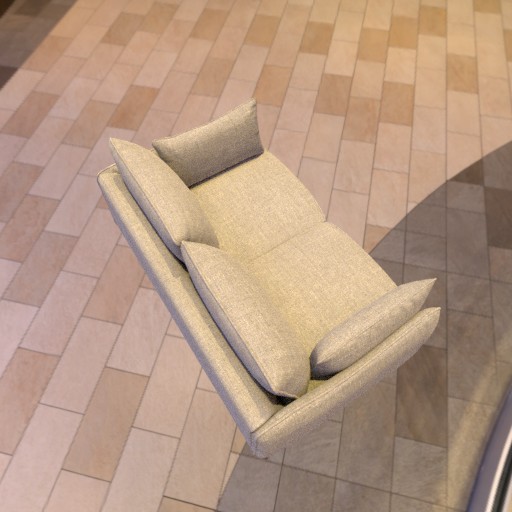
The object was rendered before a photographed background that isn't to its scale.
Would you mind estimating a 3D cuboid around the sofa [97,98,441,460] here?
[{"bbox_3d":[0.000,0.000,2.178,0.972,0.851,1.580,-29,62,-17],"label":"sofa"}]
